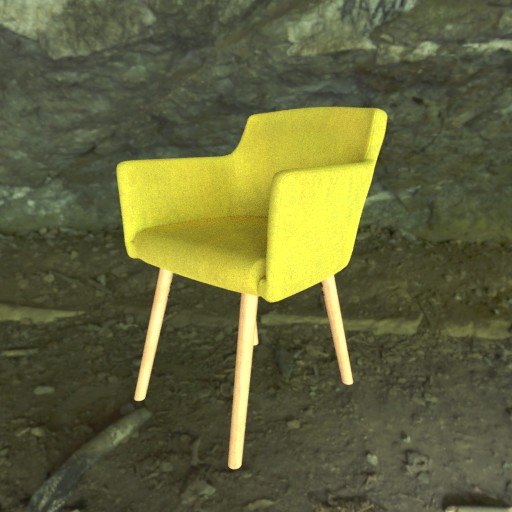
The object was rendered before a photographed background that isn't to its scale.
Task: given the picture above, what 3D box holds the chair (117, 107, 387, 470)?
[{"bbox_3d":[0.000,0.000,1.188,0.570,0.780,0.570,13,20,41],"label":"chair"}]
